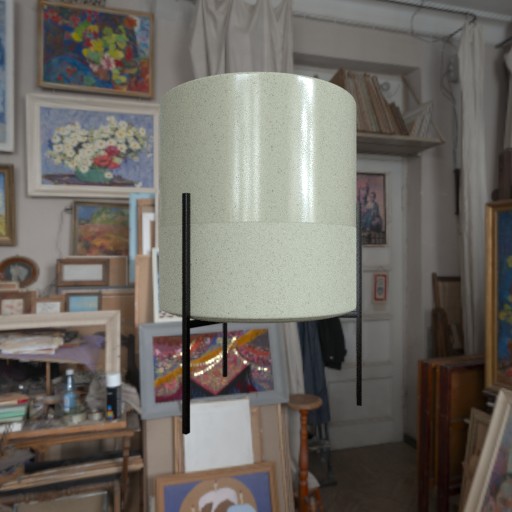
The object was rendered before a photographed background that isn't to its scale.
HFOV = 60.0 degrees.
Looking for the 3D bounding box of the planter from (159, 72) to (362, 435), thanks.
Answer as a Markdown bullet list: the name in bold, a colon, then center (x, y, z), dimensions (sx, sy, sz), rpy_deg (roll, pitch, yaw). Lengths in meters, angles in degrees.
- **planter**: center (0.000, 0.000, 0.719), dimensions (0.314, 0.475, 0.323), rpy_deg (0, 0, 36)
